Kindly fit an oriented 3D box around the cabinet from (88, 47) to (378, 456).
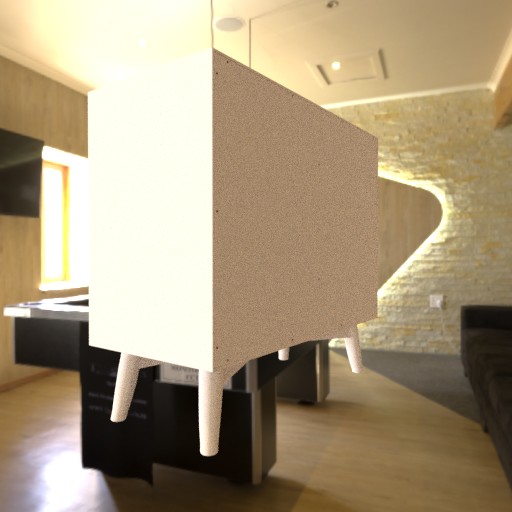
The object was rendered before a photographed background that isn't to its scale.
[{"bbox_3d":[0.000,0.000,1.238,0.398,0.761,0.800,1,1,36],"label":"cabinet"}]
